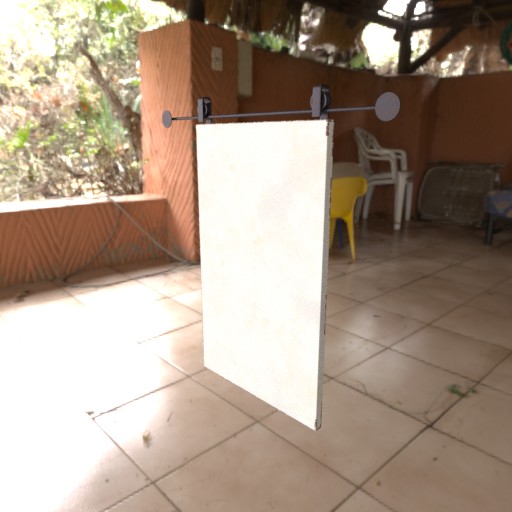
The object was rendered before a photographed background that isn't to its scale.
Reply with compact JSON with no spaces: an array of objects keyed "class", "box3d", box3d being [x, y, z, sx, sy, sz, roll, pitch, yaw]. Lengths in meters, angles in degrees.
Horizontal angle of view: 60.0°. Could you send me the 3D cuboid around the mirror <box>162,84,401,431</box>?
[{"class":"mirror","box3d":[0.000,0.000,1.209,0.037,0.844,0.808,-14,20,-42]}]
